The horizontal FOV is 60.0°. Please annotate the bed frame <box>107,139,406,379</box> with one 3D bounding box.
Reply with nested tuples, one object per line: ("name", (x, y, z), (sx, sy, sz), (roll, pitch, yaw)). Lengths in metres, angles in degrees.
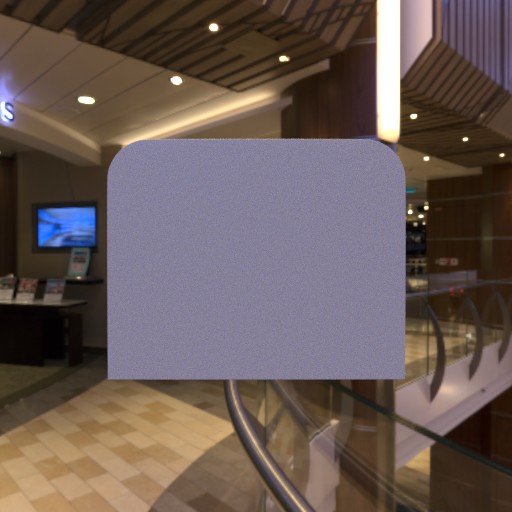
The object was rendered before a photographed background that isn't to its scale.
("bed frame", (0.000, 0.000, 2.463), (0.998, 0.805, 1.963), (0, 1, 0))
